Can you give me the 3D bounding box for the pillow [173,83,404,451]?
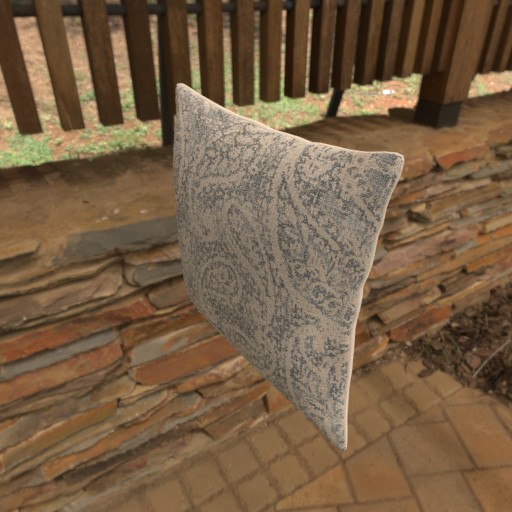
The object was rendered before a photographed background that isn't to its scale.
[{"bbox_3d":[0.000,0.000,0.788,0.166,0.510,0.523,-21,38,-30],"label":"pillow"}]
